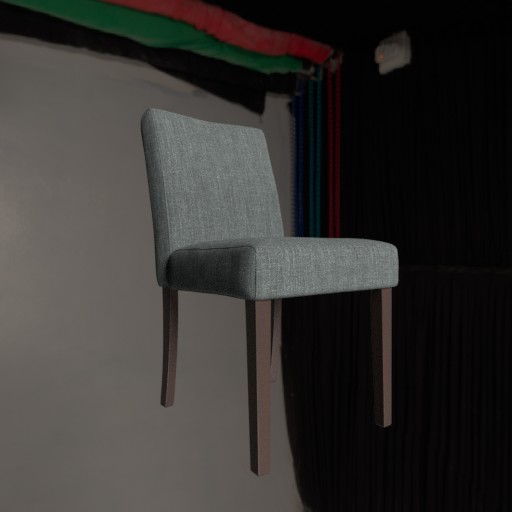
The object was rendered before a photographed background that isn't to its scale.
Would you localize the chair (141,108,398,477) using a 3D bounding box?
[{"bbox_3d":[0.000,0.000,1.262,0.487,0.884,0.629,-1,2,-37],"label":"chair"}]
